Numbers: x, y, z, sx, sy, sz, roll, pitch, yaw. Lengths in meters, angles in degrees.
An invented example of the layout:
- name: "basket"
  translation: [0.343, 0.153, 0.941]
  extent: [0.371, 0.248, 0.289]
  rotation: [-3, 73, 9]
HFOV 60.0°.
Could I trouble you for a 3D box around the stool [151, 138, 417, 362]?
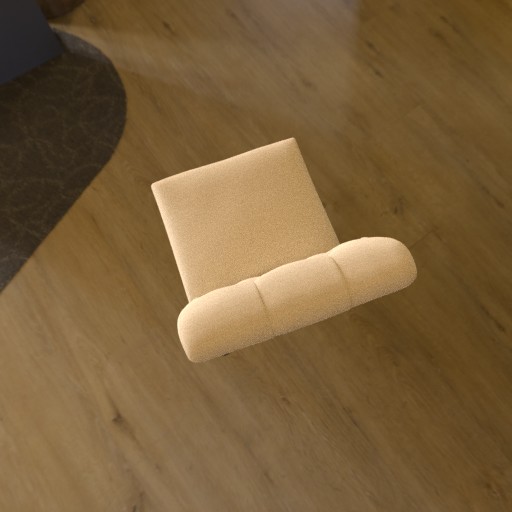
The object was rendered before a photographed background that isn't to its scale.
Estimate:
- name: "stool"
  translation: [0.000, 0.000, 1.417]
  extent: [0.482, 1.118, 0.610]
  rotation: [-19, 75, -5]
